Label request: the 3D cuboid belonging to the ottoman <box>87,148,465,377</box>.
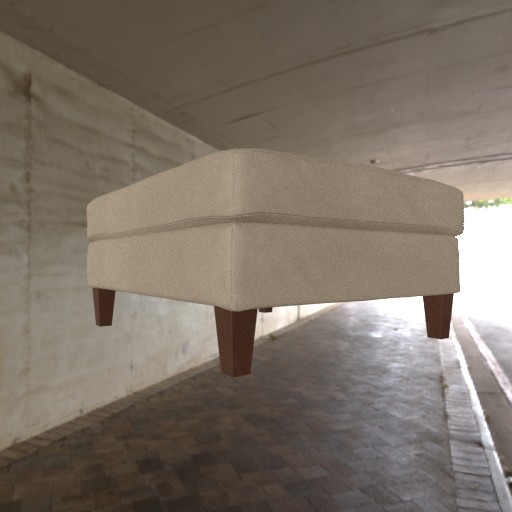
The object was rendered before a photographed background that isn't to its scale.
[{"bbox_3d":[0.000,0.000,1.456,0.836,0.492,1.002,1,-1,-36],"label":"ottoman"}]
